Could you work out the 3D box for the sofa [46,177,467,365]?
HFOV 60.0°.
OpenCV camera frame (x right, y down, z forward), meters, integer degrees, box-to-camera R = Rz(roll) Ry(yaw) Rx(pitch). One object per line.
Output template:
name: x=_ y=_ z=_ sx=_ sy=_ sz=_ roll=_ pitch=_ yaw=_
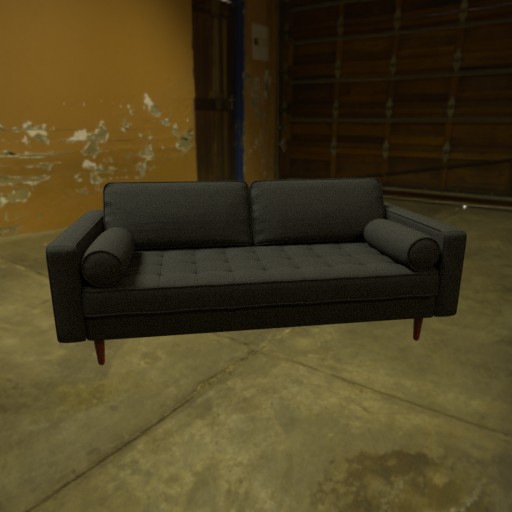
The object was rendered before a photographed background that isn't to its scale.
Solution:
sofa: x=0.000 y=0.000 z=2.387 sx=1.875 sy=0.759 sz=0.914 roll=-3 pitch=16 yaw=-9
